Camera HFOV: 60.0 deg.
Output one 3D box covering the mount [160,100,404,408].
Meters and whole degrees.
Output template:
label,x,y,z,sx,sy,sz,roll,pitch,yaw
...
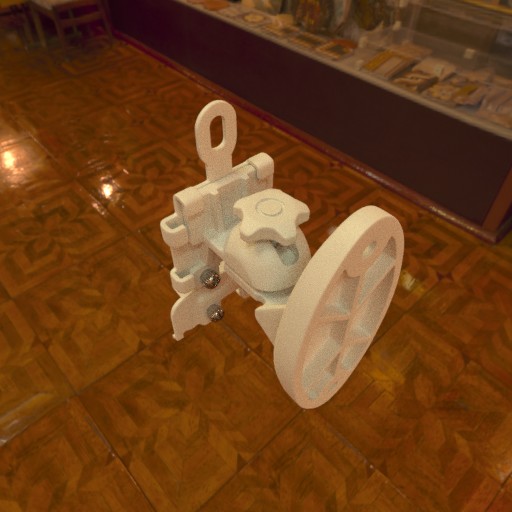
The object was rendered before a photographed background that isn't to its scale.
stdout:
label,x,y,z,sx,sy,sz,roll,pitch,yaw
mount,0.000,0.000,0.183,0.066,0.118,0.100,-32,54,-26
